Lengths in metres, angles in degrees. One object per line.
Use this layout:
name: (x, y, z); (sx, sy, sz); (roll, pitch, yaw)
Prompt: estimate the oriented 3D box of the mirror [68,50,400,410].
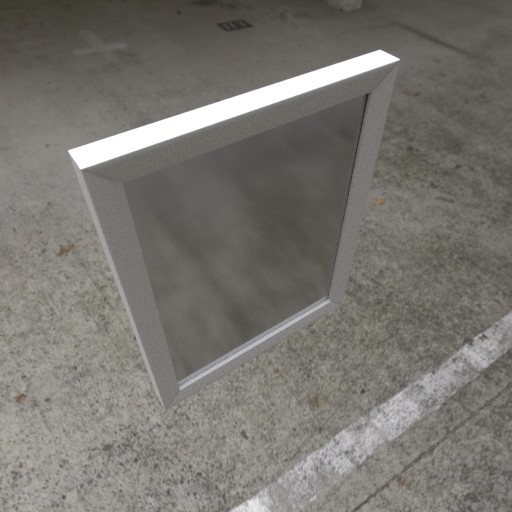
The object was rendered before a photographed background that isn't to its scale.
mirror: (0.000, 0.000, 0.669); (0.405, 0.508, 0.041); (-26, 52, -22)
